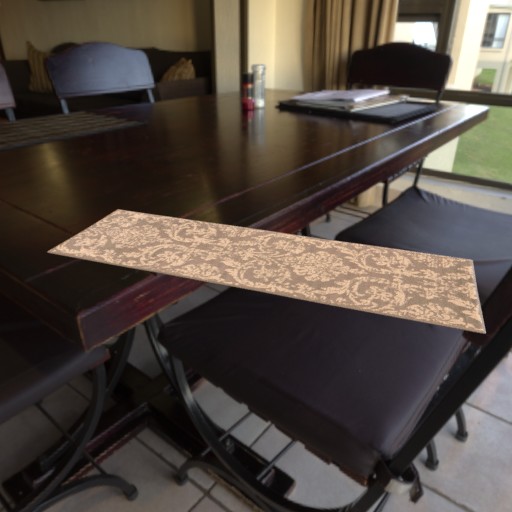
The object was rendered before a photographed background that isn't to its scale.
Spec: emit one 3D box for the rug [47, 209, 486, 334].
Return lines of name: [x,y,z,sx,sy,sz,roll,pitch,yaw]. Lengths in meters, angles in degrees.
rug: [0.000,0.000,2.385,2.196,0.011,0.662,9,29,17]
